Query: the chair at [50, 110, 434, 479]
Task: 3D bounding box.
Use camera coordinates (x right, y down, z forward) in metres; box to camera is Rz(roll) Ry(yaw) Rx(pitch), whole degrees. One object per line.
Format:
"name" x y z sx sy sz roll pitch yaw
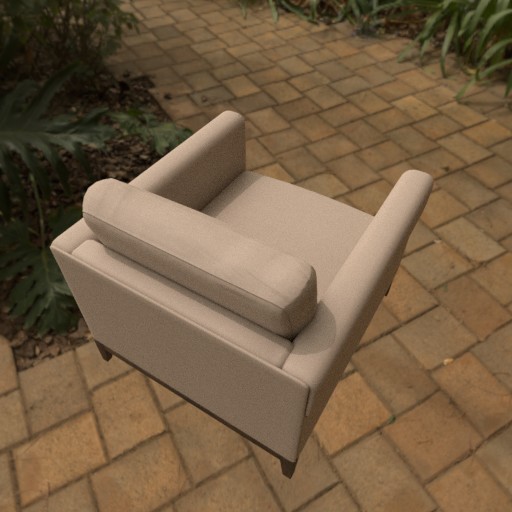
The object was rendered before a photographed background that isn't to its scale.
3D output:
"chair" 0.000 0.000 1.617 0.914 0.838 0.959 24 51 21
